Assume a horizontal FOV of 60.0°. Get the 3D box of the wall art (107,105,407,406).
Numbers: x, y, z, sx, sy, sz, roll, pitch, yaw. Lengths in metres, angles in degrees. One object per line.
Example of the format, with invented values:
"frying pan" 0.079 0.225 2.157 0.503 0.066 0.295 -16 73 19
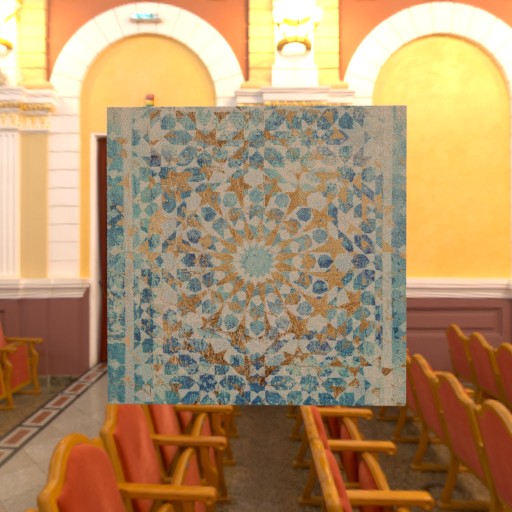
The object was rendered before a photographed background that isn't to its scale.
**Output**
"wall art" 0.000 0.000 1.375 0.916 0.916 0.040 0 1 1
